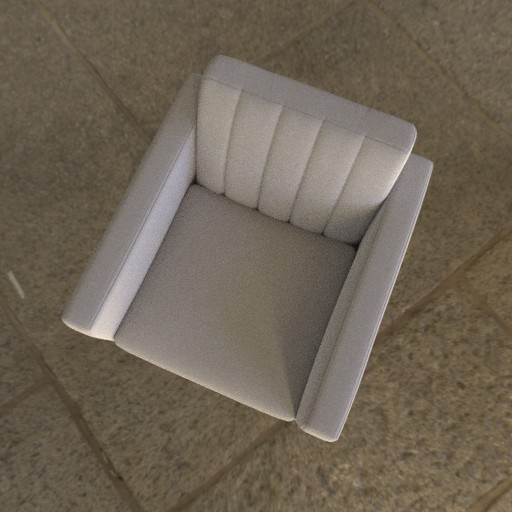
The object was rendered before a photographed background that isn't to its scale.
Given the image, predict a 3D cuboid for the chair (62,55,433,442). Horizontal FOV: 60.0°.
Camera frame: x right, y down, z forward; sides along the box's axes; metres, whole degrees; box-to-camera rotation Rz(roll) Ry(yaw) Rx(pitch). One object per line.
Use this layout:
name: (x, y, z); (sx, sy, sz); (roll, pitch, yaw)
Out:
chair: (0.000, 0.000, 1.649); (0.953, 0.819, 0.998); (22, 77, 5)
